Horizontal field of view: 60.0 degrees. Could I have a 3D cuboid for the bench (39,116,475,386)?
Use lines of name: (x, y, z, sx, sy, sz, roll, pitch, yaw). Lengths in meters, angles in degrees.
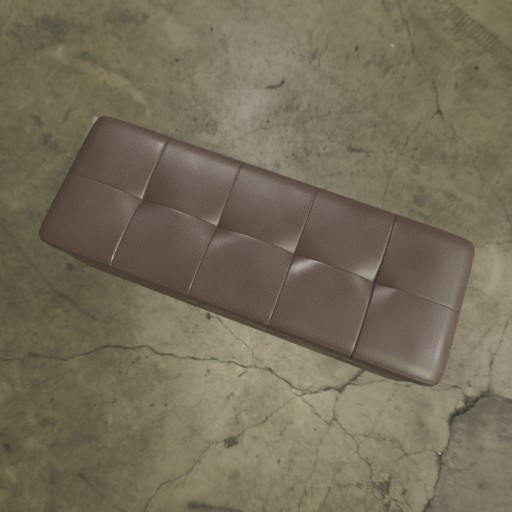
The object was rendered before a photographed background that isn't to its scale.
bench: (0.000, 0.000, 1.469, 1.219, 0.417, 0.450, 20, 76, 5)
